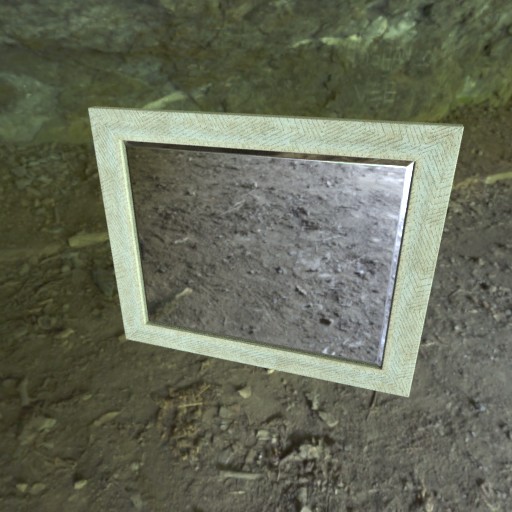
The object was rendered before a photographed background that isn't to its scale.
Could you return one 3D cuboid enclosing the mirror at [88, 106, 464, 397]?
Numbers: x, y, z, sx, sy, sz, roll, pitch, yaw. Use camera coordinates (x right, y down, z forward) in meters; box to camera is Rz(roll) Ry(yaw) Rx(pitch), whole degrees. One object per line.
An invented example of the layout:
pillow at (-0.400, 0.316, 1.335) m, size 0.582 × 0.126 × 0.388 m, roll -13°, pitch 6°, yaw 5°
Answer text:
mirror at (0.000, 0.000, 1.120) m, size 0.839 × 0.689 × 0.028 m, roll 8°, pitch 28°, yaw 15°
